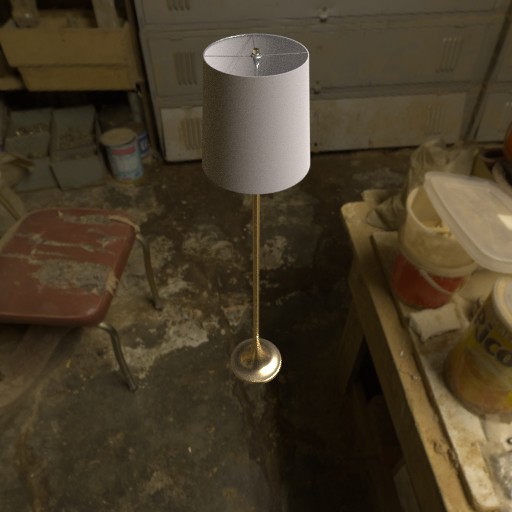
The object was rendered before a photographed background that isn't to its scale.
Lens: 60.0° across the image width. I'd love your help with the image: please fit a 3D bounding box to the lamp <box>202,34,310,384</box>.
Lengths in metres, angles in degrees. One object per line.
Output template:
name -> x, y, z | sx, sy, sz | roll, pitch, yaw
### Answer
lamp -> 0.000, 0.000, 1.700 | 0.337, 1.543, 0.337 | 0, 46, 0
